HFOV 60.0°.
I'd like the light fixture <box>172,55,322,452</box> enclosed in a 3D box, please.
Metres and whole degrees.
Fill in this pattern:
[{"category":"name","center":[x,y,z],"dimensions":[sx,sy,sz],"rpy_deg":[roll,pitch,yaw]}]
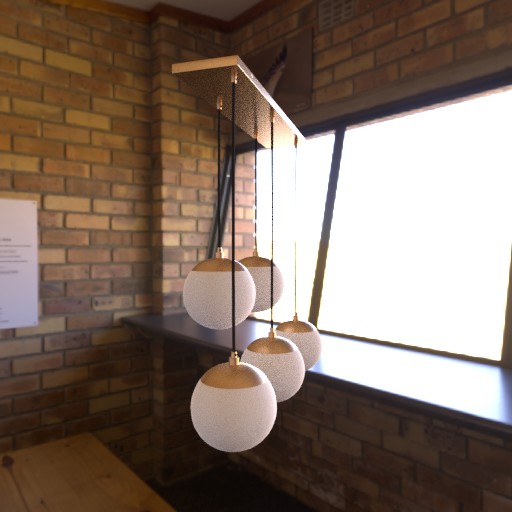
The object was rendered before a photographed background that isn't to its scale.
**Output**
[{"category":"light fixture","center":[0.000,0.000,1.343],"dimensions":[0.299,0.869,0.863],"rpy_deg":[0,1,17]}]
